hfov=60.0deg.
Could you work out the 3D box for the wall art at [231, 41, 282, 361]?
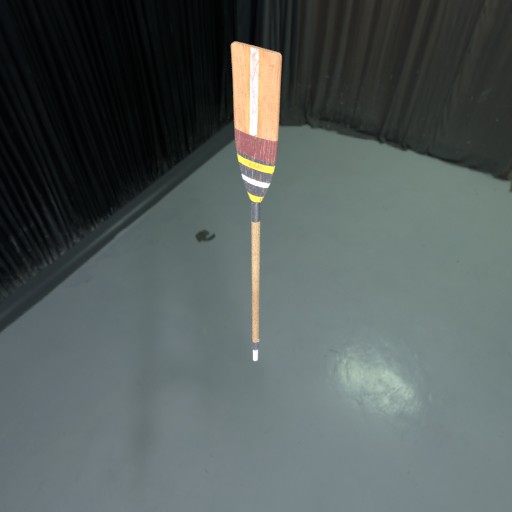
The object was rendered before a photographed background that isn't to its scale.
[{"bbox_3d":[0.000,0.000,1.693,0.146,1.556,0.038,24,51,20],"label":"wall art"}]
